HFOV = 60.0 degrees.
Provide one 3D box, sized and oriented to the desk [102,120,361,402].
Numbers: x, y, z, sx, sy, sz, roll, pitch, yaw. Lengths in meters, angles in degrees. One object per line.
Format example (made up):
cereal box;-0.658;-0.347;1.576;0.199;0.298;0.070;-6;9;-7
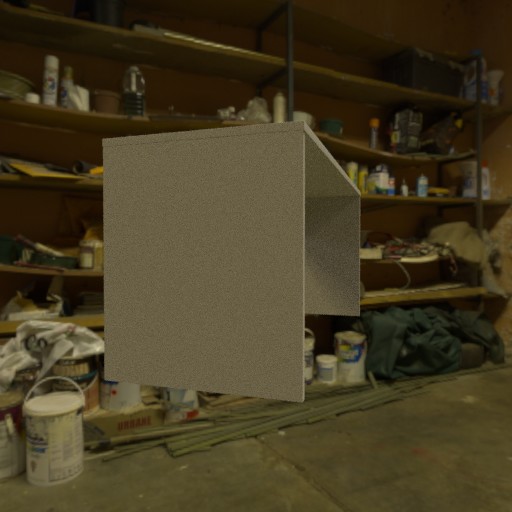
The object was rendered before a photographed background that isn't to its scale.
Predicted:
desk;0.000;0.000;2.062;0.802;0.750;1.600;0;1;18
